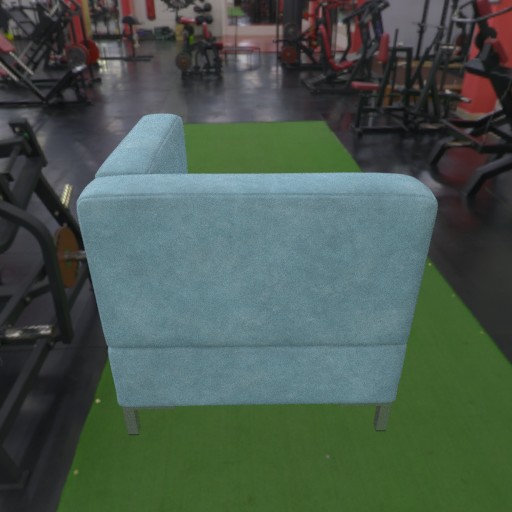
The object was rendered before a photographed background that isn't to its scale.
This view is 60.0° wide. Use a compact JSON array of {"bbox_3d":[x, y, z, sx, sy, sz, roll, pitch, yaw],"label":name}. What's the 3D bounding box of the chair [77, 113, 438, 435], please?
[{"bbox_3d":[0.000,0.000,1.235,0.691,0.660,0.684,-1,30,-1],"label":"chair"}]
